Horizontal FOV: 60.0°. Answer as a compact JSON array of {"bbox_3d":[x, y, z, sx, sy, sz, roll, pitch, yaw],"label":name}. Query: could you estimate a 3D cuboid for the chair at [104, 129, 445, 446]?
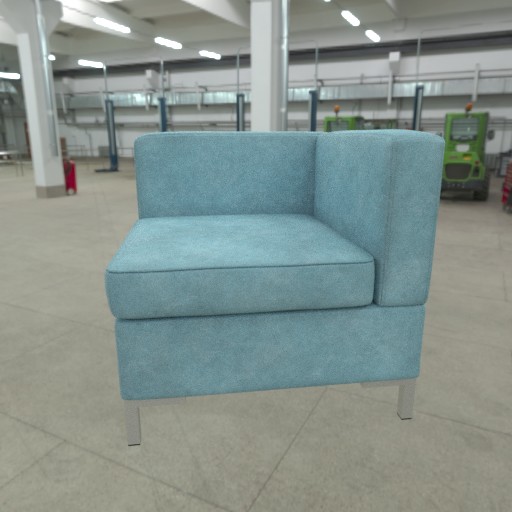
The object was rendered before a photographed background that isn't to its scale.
[{"bbox_3d":[0.000,0.000,1.206,0.691,0.660,0.684,-2,16,-8],"label":"chair"}]
